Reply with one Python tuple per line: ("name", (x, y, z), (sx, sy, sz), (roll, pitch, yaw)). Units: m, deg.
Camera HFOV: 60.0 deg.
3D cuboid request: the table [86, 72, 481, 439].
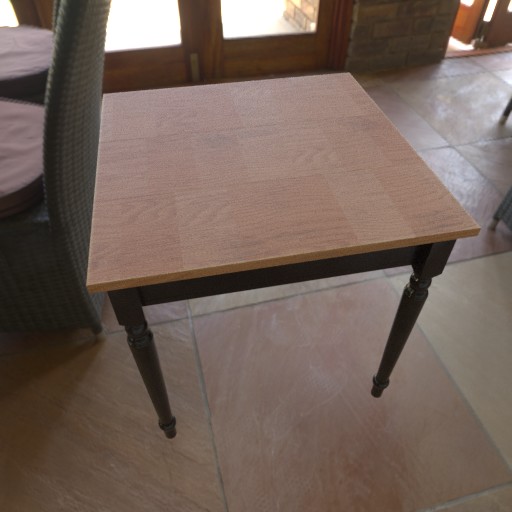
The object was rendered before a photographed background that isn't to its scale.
("table", (0.000, 0.000, 1.332), (0.747, 0.738, 0.747), (-8, 46, -8))
